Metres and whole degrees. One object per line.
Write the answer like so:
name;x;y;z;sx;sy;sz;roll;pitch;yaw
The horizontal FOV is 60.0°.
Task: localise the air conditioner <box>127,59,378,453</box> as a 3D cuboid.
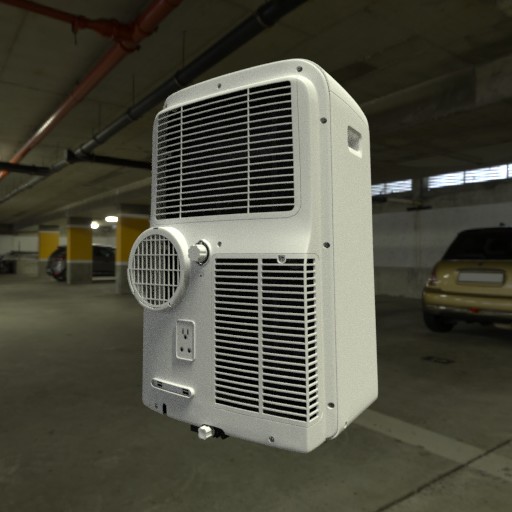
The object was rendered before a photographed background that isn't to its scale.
air conditioner;0.000;0.000;0.955;0.454;0.700;0.365;0;0;35
